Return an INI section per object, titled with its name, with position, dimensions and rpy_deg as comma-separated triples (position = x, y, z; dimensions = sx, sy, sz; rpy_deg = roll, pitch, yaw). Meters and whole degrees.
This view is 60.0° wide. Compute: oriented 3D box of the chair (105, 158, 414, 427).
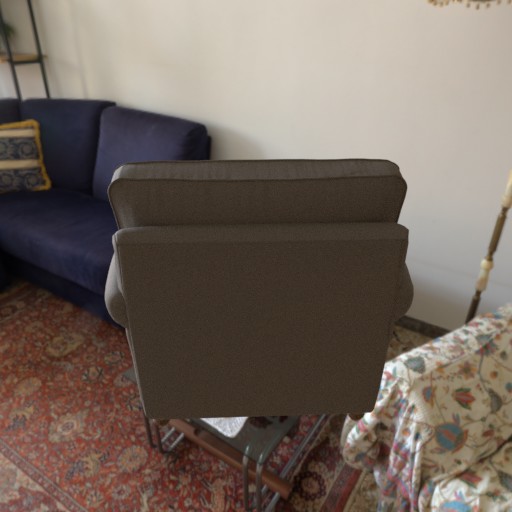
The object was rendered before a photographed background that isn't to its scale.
[chair]
position = 0.000, 0.000, 1.781
dimensions = 1.029, 0.967, 0.966
rpy_deg = -1, 30, -2
